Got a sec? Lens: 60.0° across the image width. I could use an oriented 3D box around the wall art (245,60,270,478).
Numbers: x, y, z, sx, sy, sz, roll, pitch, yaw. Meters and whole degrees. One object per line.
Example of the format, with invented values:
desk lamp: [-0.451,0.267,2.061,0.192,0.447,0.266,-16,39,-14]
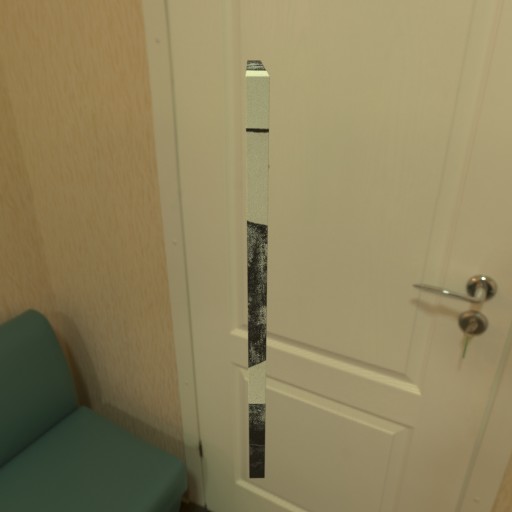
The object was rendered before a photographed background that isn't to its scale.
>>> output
wall art: [0.000,0.000,1.160,0.041,0.915,0.610,0,26,-1]
